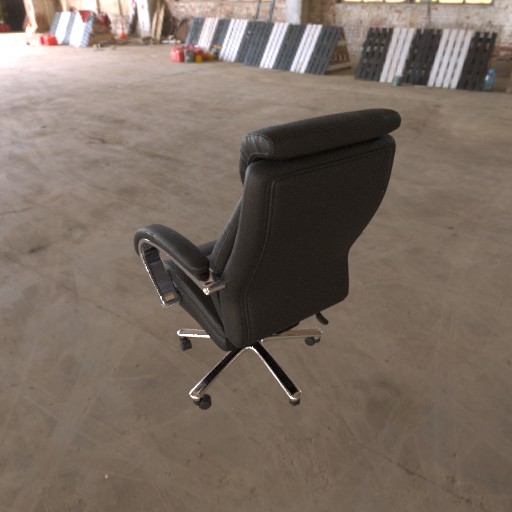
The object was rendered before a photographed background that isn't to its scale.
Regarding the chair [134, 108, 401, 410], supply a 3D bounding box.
[{"bbox_3d":[0.000,0.000,1.702,0.755,1.183,0.790,-20,37,-29],"label":"chair"}]
